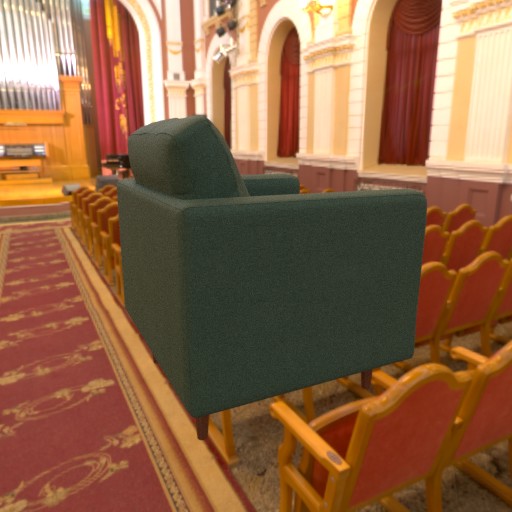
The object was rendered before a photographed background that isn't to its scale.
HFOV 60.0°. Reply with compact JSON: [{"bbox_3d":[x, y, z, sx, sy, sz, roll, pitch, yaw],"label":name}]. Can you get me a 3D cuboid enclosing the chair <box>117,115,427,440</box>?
[{"bbox_3d":[0.000,0.000,1.574,0.800,0.927,0.855,-7,16,-26],"label":"chair"}]
